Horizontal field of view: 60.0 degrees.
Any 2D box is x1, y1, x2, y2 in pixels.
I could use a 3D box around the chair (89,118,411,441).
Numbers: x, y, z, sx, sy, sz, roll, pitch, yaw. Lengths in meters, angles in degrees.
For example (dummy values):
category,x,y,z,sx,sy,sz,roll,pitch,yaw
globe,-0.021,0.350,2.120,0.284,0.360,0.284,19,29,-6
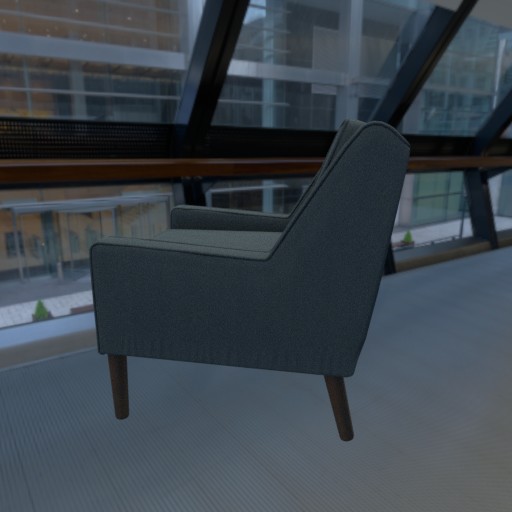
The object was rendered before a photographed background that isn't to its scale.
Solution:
category,x,y,z,sx,sy,sz,roll,pitch,yaw
chair,0.000,0.000,1.334,0.733,0.780,0.663,2,15,9
